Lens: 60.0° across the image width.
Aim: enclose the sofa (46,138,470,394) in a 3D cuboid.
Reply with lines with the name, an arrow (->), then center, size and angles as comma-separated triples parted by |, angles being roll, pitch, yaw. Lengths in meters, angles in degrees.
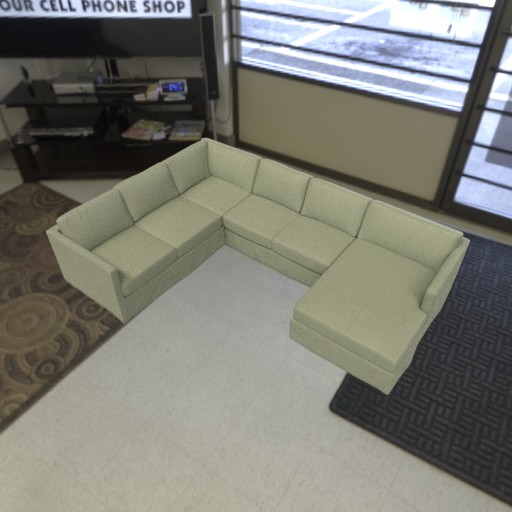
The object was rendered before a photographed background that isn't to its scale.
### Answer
sofa -> 0.000, 0.000, 4.514 | 3.460, 0.882, 2.427 | 26, 48, 27
